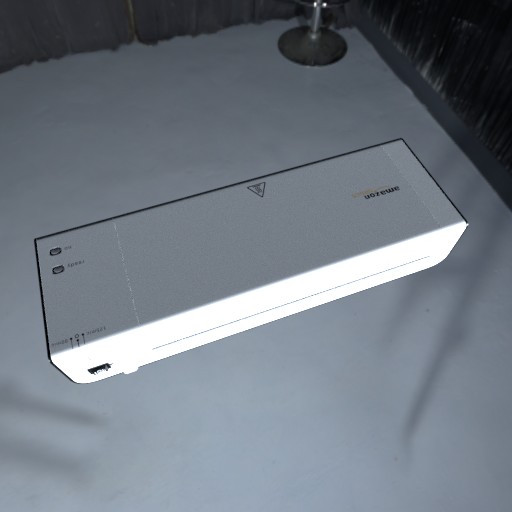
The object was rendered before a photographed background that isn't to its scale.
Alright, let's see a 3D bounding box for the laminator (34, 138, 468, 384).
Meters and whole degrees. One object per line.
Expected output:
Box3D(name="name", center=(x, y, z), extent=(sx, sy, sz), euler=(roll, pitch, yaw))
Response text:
Box3D(name="laminator", center=(0.000, 0.000, 0.386), extent=(0.340, 0.062, 0.123), euler=(-17, 59, -11))
